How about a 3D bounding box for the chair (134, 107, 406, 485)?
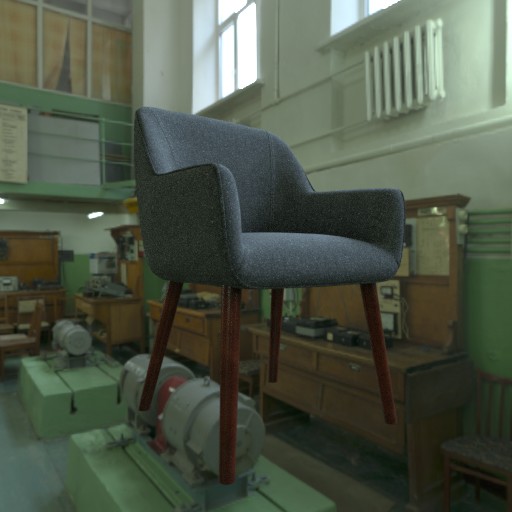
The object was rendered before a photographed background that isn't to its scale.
[{"bbox_3d":[0.000,0.000,1.118,0.543,0.803,0.519,0,0,-36],"label":"chair"}]
